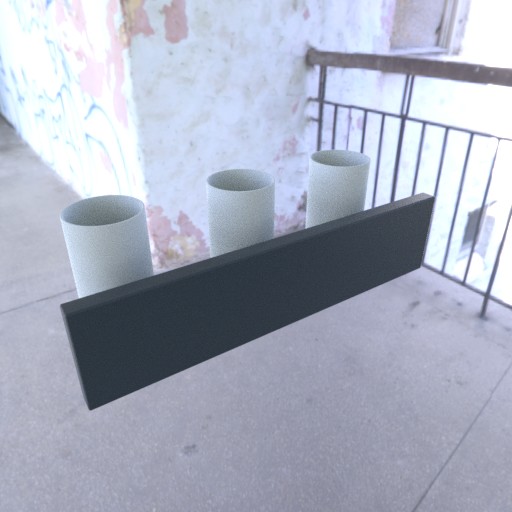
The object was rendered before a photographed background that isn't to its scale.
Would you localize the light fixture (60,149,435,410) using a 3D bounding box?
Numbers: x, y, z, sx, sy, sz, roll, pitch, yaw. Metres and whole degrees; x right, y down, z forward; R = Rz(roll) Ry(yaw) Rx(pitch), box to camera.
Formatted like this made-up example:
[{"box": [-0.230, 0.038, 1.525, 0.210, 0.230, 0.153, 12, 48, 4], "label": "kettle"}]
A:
[{"box": [0.000, 0.000, 0.528, 0.451, 0.172, 0.145, -18, 34, -29], "label": "light fixture"}]
